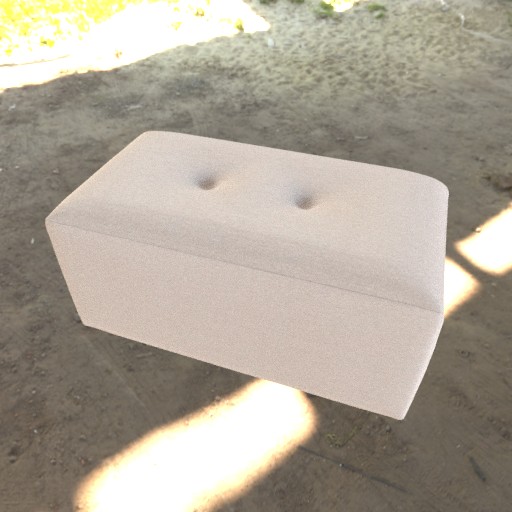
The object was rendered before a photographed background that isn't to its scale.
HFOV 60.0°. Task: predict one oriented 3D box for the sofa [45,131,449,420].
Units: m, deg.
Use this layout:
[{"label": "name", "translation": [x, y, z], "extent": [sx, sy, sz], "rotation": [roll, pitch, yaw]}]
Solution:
[{"label": "sofa", "translation": [0.000, 0.000, 1.214], "extent": [0.930, 0.470, 0.480], "rotation": [13, 43, 14]}]
